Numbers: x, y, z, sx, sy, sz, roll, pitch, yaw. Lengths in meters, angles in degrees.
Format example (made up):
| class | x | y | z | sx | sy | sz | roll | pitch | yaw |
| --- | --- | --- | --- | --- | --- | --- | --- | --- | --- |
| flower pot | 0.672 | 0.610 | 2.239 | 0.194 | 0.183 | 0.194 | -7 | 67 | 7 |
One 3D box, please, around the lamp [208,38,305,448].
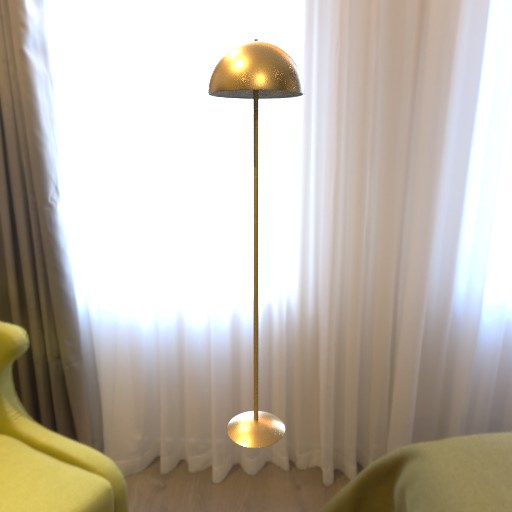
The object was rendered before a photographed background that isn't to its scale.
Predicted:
| class | x | y | z | sx | sy | sz | roll | pitch | yaw |
| --- | --- | --- | --- | --- | --- | --- | --- | --- | --- |
| lamp | 0.000 | 0.000 | 1.651 | 0.328 | 1.480 | 0.328 | -7 | 16 | -26 |
